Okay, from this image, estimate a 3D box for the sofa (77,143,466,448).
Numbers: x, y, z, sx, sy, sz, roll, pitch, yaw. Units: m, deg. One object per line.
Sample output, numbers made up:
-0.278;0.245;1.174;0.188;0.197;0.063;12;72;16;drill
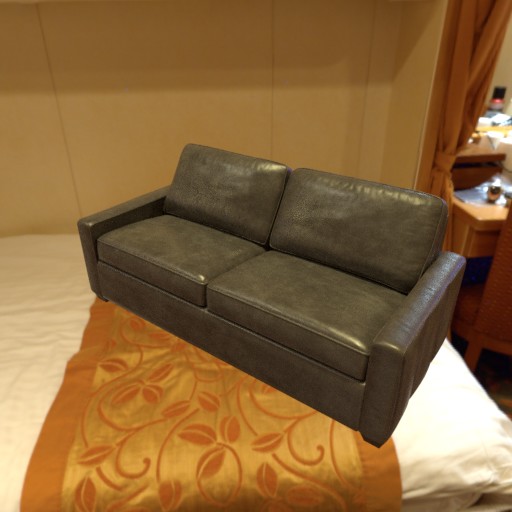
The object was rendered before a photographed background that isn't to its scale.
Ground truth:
0.000;0.000;2.564;2.081;0.916;0.939;19;35;31;sofa
